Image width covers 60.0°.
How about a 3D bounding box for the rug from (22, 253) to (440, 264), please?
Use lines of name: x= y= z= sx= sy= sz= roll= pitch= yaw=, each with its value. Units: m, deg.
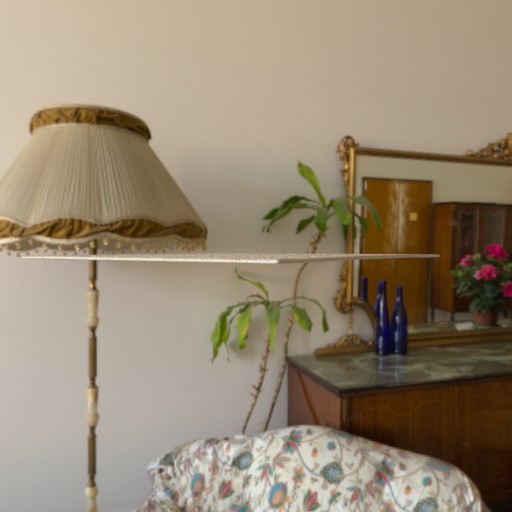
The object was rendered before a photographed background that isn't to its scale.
rug: x=0.000 y=0.000 z=4.040 sx=2.472 sy=0.035 sz=3.017 roll=0 pitch=1 yaw=36
